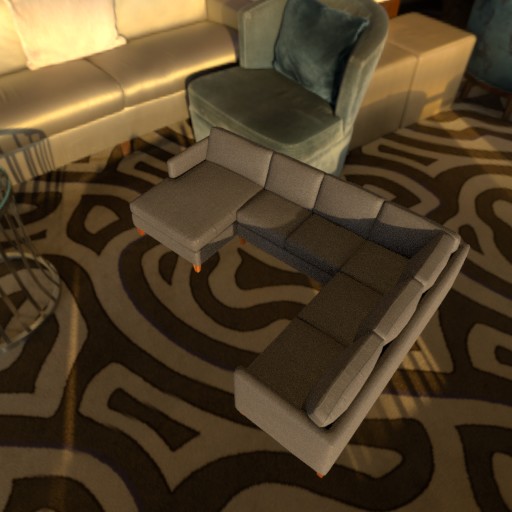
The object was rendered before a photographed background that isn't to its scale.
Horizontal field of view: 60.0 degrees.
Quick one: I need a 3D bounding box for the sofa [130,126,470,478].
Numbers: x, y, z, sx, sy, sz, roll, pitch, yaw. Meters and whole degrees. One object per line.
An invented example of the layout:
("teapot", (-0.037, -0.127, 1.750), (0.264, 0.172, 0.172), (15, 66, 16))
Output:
("sofa", (0.000, 0.000, 4.637), (3.460, 0.961, 2.594), (31, 53, 26))
